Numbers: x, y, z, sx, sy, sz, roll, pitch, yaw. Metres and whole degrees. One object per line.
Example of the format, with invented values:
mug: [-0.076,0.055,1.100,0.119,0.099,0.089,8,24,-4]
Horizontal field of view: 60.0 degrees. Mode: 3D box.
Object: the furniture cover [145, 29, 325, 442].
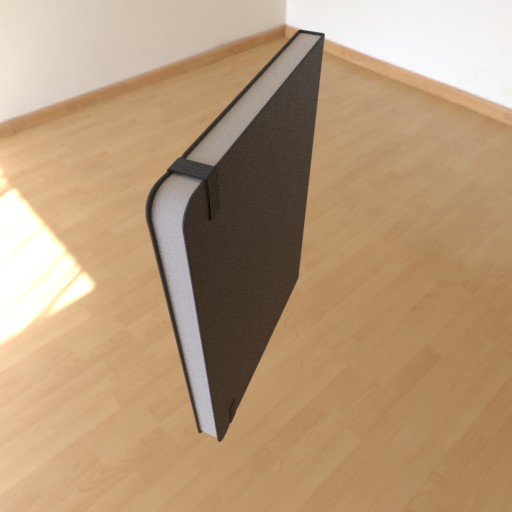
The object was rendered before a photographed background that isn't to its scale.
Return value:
furniture cover: [0.000,0.000,0.366,0.023,0.281,0.216,17,49,15]
